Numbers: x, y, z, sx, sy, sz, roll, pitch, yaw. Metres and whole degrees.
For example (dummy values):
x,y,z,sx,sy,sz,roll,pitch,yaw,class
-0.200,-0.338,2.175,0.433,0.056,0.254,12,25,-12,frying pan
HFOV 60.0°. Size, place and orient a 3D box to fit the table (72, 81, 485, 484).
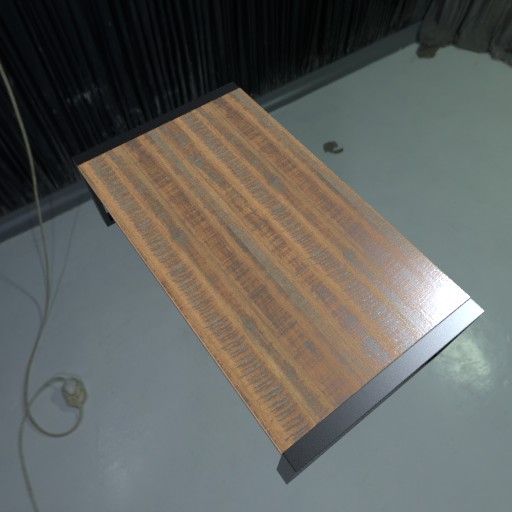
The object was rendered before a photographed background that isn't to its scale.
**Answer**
x,y,z,sx,sy,sz,roll,pitch,yaw,class
0.000,0.000,1.694,0.750,0.400,1.350,-32,64,-18,table
